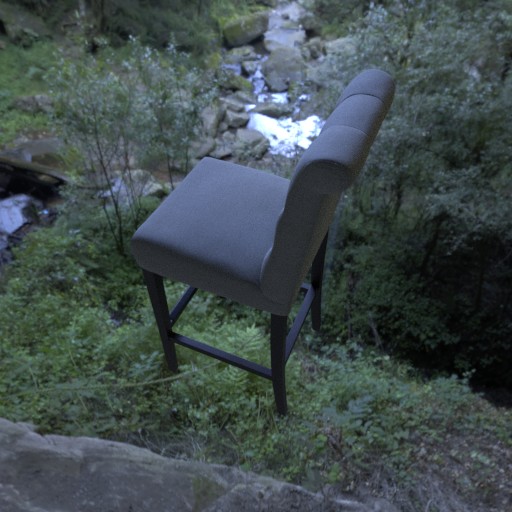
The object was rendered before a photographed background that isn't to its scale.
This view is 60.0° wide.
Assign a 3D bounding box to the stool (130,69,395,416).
[{"bbox_3d":[0.000,0.000,1.451,0.601,1.140,0.493,17,48,16],"label":"stool"}]
